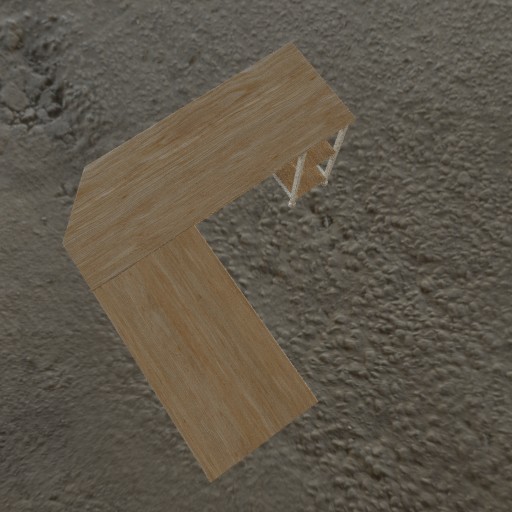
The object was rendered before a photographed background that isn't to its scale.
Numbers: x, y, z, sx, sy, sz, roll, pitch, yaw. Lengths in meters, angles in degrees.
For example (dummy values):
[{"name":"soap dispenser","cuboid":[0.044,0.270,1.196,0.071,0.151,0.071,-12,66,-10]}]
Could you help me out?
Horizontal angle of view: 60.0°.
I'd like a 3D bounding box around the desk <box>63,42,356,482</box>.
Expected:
[{"name":"desk","cuboid":[0.000,0.000,2.238,1.379,0.739,1.379,-34,79,-8]}]
